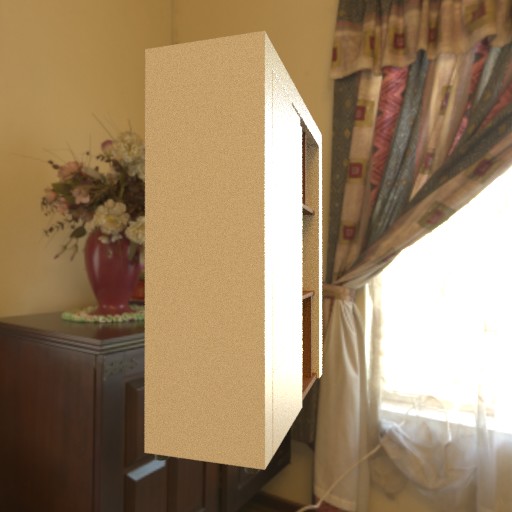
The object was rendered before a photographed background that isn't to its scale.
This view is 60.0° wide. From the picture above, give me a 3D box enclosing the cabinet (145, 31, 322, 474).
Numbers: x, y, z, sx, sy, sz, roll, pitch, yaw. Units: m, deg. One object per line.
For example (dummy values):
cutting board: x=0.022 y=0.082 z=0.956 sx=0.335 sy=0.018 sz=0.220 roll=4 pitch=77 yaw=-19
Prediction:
cabinet: x=0.000 y=0.000 z=1.658 sx=0.348 sy=1.150 sz=0.990 roll=0 pitch=-1 yaw=17
